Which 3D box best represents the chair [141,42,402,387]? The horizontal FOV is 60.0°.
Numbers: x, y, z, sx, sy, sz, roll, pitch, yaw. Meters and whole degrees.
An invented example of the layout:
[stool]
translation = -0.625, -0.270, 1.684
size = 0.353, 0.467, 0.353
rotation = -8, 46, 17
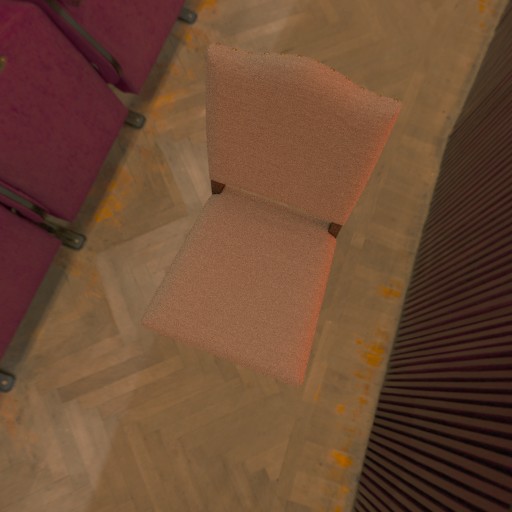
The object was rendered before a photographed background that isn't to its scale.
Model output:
[chair]
translation = 0.000, 0.000, 1.322
size = 0.508, 1.020, 0.620
rotation = 20, 75, 6
